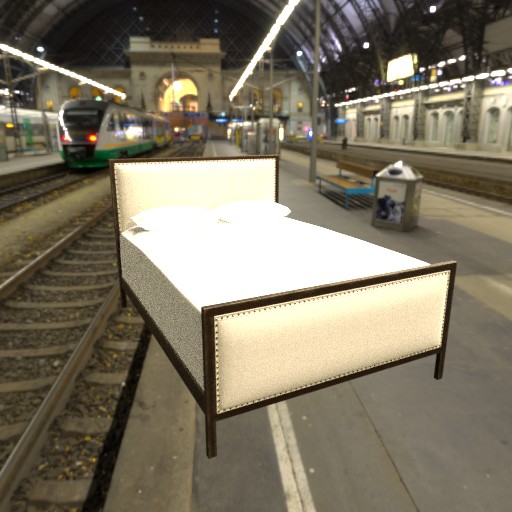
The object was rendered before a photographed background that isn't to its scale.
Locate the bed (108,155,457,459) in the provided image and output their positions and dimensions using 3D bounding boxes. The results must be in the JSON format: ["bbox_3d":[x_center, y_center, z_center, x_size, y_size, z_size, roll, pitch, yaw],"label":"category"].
[{"bbox_3d":[0.000,0.000,3.242,1.607,1.313,2.221,-8,17,-26],"label":"bed"}]
